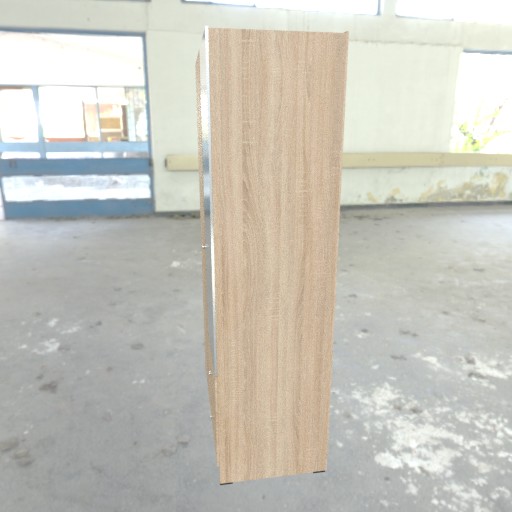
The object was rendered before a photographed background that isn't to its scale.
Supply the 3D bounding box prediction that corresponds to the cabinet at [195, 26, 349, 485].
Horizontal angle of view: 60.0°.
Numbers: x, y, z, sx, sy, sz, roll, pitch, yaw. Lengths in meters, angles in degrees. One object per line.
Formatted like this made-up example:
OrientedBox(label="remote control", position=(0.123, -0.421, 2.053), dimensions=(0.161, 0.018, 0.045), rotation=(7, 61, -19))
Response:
OrientedBox(label="cabinet", position=(0.000, 0.000, 2.490), dimensions=(0.590, 2.121, 1.001), rotation=(-3, 16, -9))
